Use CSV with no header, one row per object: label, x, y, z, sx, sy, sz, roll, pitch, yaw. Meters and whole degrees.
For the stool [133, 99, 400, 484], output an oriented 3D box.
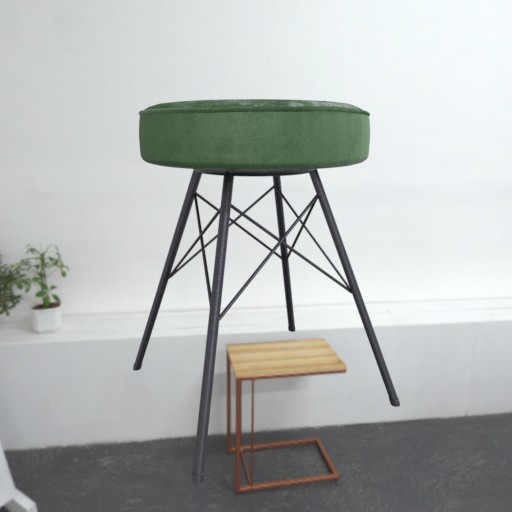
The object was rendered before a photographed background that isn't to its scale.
stool,0.000,0.000,0.913,0.457,0.595,0.430,-8,18,-27
